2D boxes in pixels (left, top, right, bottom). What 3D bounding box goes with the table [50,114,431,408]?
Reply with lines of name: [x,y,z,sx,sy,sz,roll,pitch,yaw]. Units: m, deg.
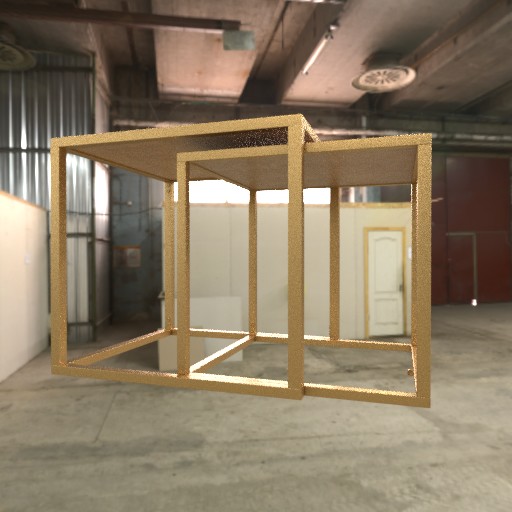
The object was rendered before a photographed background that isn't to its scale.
table: [0.000,0.000,1.069,0.762,0.505,0.505,0,0,18]
